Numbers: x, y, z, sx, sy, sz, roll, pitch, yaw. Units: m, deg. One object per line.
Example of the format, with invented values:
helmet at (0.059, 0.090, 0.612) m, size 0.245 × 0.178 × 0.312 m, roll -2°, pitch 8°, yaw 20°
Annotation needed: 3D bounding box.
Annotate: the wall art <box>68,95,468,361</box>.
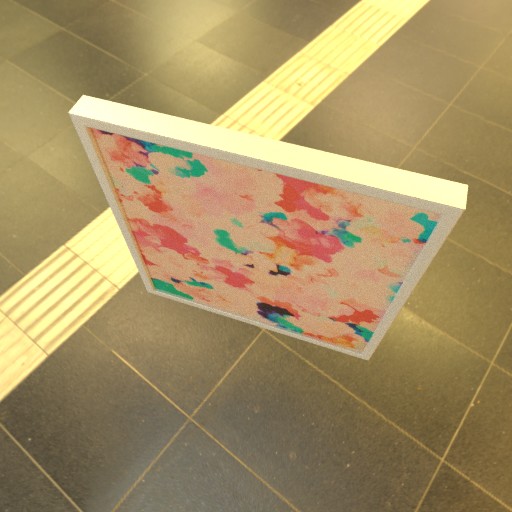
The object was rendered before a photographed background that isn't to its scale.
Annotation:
wall art at (0.000, 0.000, 0.761) m, size 0.506 × 0.505 × 0.038 m, roll 16°, pitch 59°, yaw 10°
